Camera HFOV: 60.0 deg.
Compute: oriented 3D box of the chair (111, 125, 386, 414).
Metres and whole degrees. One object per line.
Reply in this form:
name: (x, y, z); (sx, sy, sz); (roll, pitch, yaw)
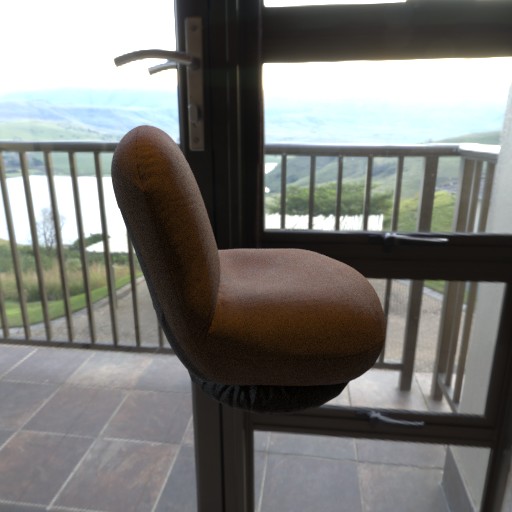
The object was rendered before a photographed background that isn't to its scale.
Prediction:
chair: (0.000, 0.000, 1.048); (0.597, 0.594, 0.521); (-3, 17, -10)
